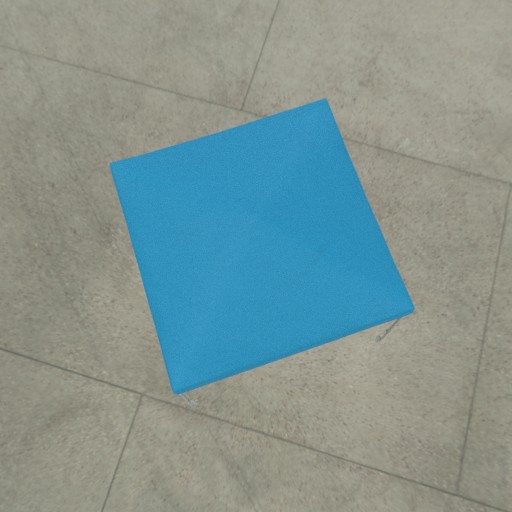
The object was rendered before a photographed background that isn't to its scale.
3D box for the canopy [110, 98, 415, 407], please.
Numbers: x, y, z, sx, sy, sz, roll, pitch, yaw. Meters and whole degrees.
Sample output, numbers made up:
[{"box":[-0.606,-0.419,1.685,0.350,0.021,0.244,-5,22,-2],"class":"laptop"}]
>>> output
[{"box":[0.000,0.000,6.544,3.600,3.600,3.599,-18,77,-4],"class":"canopy"}]
